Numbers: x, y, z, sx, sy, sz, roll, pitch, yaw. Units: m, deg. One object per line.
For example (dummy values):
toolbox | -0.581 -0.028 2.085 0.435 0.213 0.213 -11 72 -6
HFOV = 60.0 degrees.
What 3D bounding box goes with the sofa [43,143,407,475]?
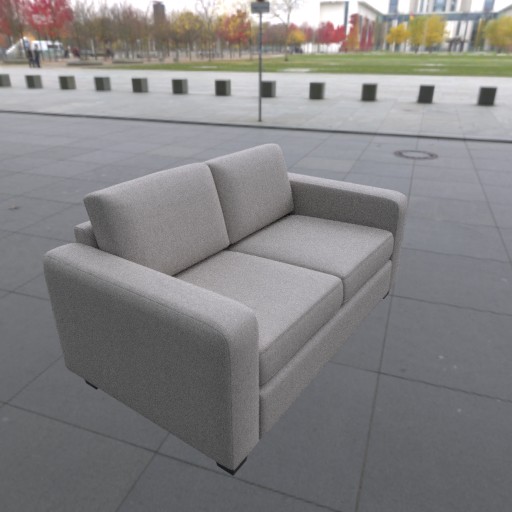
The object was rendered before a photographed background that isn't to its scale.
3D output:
sofa | 0.000 0.000 2.029 0.900 0.800 1.540 17 30 31
